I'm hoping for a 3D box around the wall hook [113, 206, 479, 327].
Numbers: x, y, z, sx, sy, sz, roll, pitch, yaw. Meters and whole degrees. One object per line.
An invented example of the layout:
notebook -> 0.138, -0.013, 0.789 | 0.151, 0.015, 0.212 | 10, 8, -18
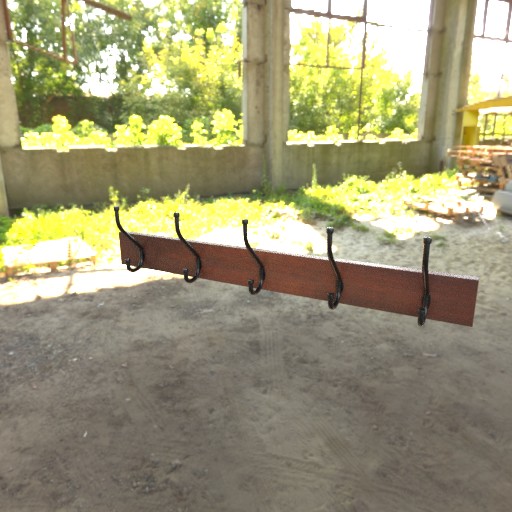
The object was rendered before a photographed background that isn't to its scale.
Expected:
wall hook -> 0.000, 0.000, 0.633 | 0.571, 0.117, 0.071 | 8, 17, 27
